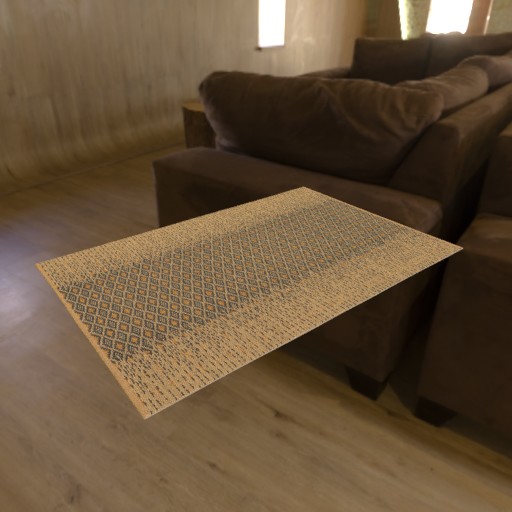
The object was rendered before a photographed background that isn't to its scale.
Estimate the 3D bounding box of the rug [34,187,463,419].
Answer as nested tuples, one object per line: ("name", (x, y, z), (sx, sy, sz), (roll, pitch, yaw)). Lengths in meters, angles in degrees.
("rug", (0.000, 0.000, 2.266), (1.828, 0.005, 1.219), (-21, 35, -33))
